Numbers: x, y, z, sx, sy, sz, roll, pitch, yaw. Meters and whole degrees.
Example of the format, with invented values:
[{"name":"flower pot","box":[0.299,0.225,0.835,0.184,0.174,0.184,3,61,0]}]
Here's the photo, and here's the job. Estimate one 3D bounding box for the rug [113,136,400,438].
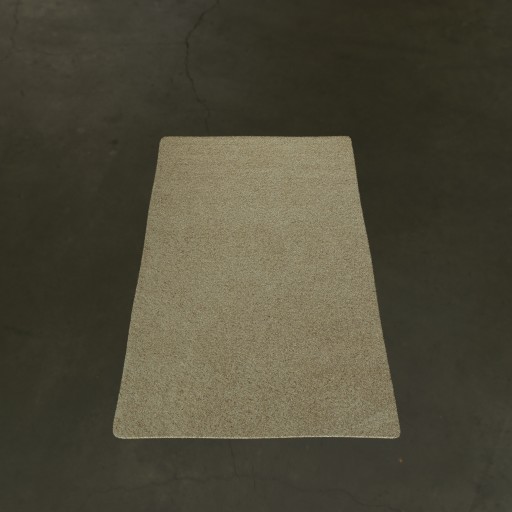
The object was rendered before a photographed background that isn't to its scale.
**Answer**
[{"name":"rug","box":[0.000,0.000,3.488,1.801,0.024,2.700,0,57,0]}]
